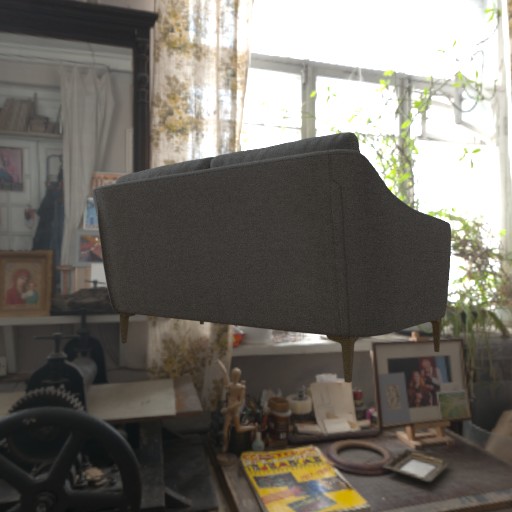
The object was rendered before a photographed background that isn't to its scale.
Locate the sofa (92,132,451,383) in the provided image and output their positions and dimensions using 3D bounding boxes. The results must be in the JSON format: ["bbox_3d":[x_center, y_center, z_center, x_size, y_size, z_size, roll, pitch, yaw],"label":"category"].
[{"bbox_3d":[0.000,0.000,2.189,1.619,0.904,0.960,0,-1,36],"label":"sofa"}]
